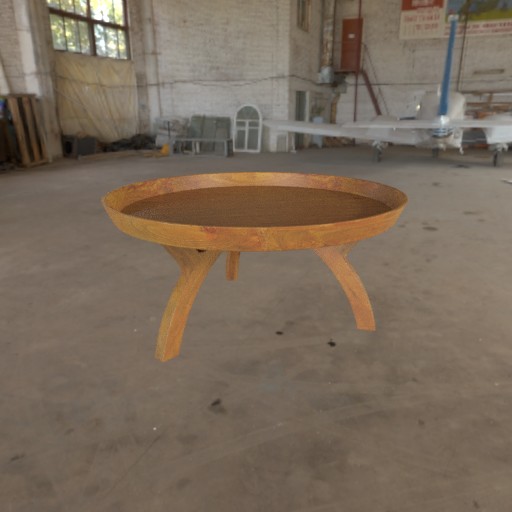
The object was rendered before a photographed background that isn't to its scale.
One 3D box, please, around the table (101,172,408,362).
[{"bbox_3d":[0.000,0.000,1.597,1.016,0.470,1.016,0,18,0],"label":"table"}]
